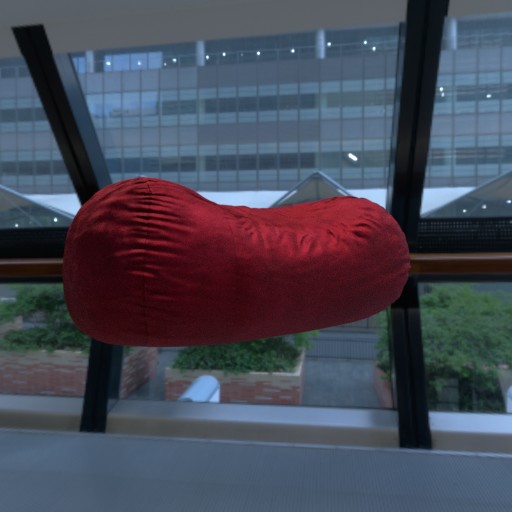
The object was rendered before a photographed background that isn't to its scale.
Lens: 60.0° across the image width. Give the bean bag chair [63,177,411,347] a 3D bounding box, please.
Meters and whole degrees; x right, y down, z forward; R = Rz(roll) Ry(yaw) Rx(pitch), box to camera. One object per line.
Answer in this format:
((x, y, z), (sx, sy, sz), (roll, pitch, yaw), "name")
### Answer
((0.000, 0.000, 2.826), (2.293, 0.867, 1.216), (-1, 2, -37), "bean bag chair")
